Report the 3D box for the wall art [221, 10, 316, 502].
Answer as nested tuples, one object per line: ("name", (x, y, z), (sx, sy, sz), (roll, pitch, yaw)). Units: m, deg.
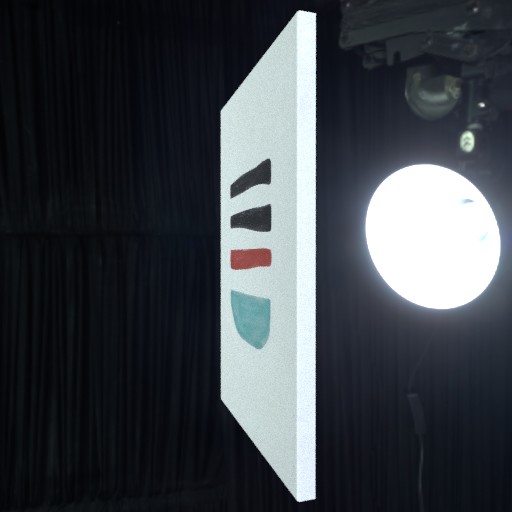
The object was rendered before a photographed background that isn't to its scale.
("wall art", (0.000, 0.000, 1.116), (0.038, 0.912, 0.607), (0, 0, -18))
